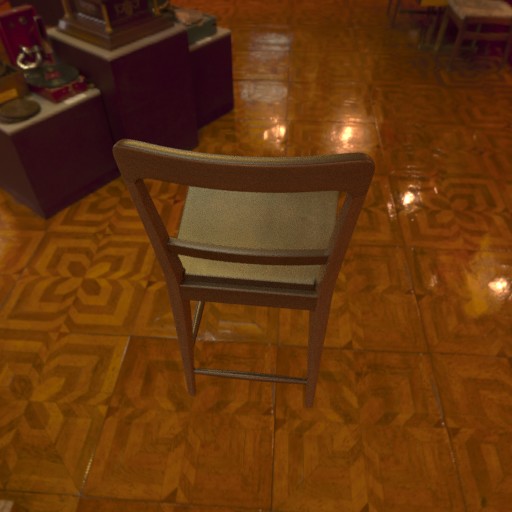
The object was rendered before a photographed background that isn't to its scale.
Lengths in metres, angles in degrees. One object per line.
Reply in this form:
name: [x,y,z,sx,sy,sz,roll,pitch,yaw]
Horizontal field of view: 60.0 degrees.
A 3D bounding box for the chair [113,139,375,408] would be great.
chair: [0.000,0.000,1.239,0.450,0.991,0.546,4,46,4]
